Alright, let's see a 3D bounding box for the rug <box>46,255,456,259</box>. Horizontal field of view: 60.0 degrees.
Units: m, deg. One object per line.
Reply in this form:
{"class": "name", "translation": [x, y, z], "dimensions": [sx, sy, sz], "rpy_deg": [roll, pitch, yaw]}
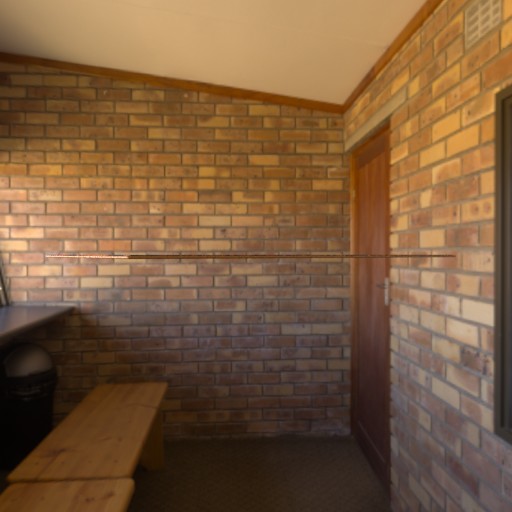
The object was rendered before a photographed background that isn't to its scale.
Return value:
{"class": "rug", "translation": [0.000, 0.000, 2.261], "dimensions": [1.758, 0.013, 1.148], "rpy_deg": [0, 0, -36]}
